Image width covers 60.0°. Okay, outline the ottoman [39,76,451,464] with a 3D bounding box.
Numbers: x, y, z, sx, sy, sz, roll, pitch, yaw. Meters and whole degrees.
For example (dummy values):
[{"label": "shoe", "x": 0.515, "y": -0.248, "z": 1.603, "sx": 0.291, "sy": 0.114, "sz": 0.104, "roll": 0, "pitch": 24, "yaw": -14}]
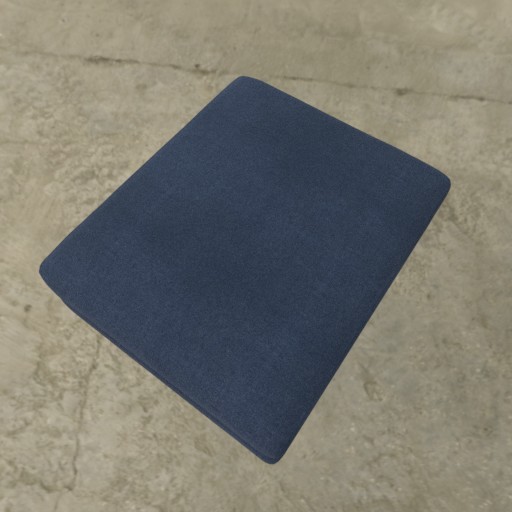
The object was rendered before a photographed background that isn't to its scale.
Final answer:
[{"label": "ottoman", "x": 0.000, "y": 0.000, "z": 1.232, "sx": 0.693, "sy": 0.474, "sz": 0.821, "roll": 32, "pitch": 67, "yaw": 16}]
